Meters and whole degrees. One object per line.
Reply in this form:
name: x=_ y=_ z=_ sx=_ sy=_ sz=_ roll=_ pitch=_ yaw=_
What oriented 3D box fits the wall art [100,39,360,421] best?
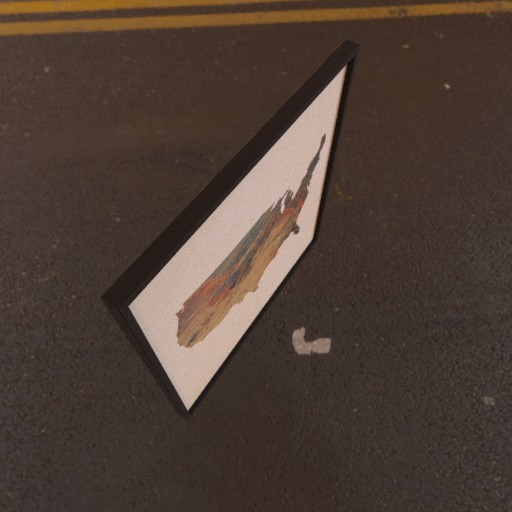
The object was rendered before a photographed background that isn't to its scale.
wall art: x=0.000 y=0.000 z=1.130 sx=0.038 sy=0.762 sz=0.762 roll=30 pitch=63 yaw=17
